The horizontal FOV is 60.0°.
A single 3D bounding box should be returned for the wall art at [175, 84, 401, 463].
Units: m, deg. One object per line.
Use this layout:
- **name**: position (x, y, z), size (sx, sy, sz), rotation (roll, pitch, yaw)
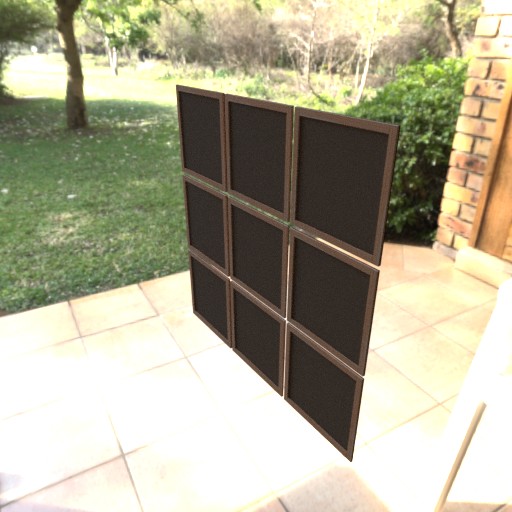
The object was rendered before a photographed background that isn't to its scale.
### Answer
- **wall art**: position (0.000, 0.000, 2.266), size (0.013, 1.525, 1.520), rotation (-18, 32, -31)
